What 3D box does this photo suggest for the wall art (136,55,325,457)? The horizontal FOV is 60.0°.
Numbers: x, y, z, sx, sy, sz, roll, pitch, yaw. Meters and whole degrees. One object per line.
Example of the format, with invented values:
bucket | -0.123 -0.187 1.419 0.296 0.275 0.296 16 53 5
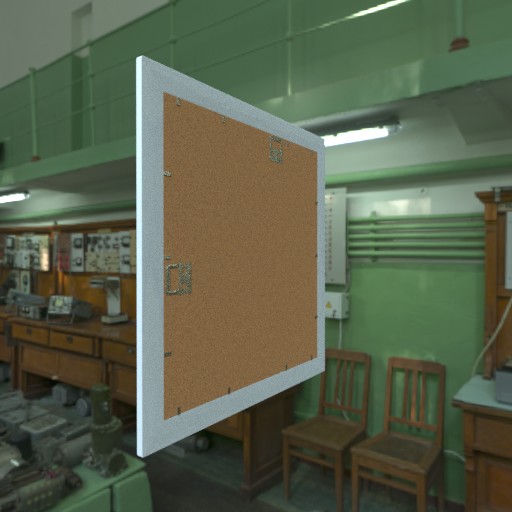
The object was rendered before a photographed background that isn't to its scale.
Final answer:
wall art | 0.000 0.000 0.883 0.013 0.584 0.584 0 1 36
